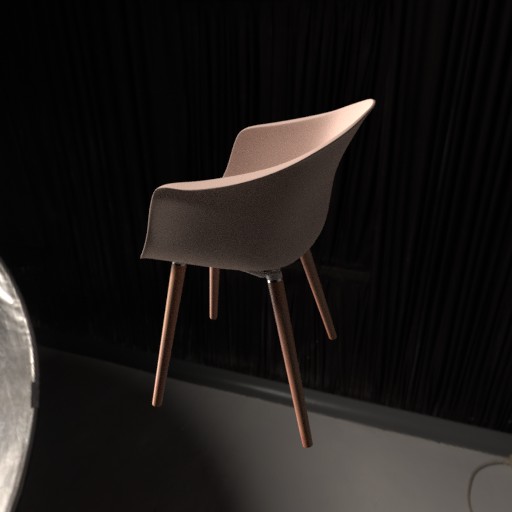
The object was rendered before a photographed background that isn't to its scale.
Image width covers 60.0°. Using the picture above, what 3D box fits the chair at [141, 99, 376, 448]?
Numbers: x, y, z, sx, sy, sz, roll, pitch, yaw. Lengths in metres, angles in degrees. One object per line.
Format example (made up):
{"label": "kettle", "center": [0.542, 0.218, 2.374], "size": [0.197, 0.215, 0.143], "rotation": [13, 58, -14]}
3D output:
{"label": "chair", "center": [0.000, 0.000, 1.146], "size": [0.504, 0.781, 0.593], "rotation": [8, 29, 15]}
